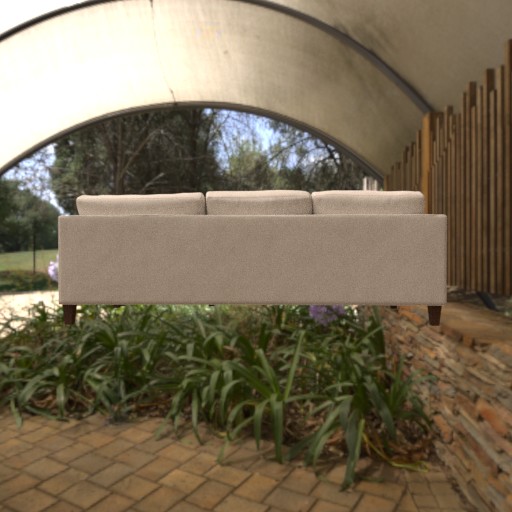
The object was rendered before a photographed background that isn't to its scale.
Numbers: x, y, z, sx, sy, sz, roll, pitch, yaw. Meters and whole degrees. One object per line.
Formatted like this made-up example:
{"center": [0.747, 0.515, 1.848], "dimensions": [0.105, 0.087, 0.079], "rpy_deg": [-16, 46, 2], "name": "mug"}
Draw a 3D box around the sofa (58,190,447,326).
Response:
{"center": [0.000, 0.000, 4.310], "dimensions": [2.432, 0.863, 3.182], "rpy_deg": [0, 0, 1], "name": "sofa"}
